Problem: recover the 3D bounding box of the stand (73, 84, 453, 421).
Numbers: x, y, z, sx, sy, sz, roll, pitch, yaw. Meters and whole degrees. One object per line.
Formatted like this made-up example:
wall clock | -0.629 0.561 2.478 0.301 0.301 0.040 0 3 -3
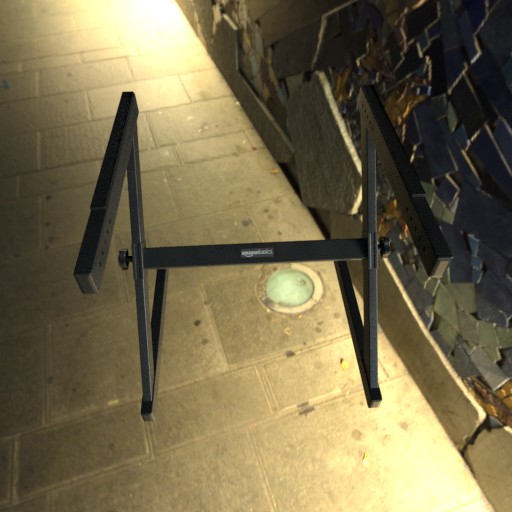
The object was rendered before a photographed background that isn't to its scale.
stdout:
stand | 0.000 0.000 1.140 0.700 0.617 0.586 -3 48 -2
